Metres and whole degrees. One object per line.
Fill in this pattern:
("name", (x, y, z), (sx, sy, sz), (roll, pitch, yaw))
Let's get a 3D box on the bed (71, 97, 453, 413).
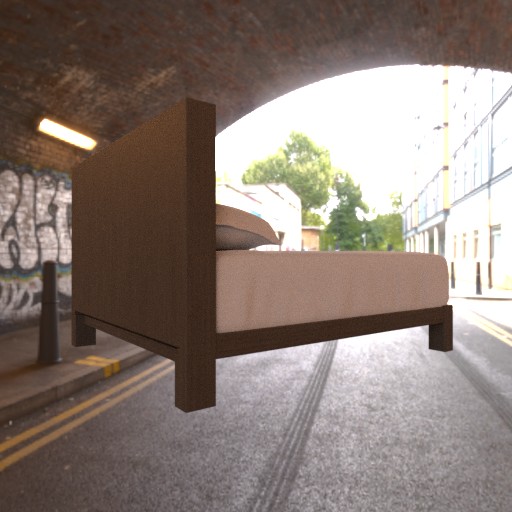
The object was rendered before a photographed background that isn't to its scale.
("bed", (0.000, 0.000, 3.059), (1.992, 1.261, 1.735), (0, 0, -37))
